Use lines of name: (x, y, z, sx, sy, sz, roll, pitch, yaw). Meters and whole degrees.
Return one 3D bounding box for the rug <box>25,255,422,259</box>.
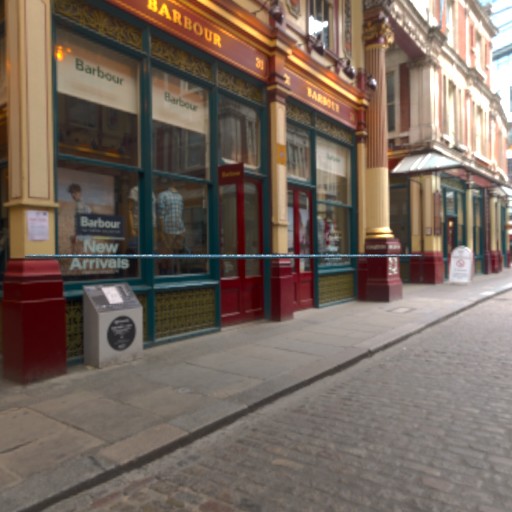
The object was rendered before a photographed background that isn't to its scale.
rug: (0.000, 0.000, 2.354, 1.211, 0.012, 1.833, 0, 0, 36)
